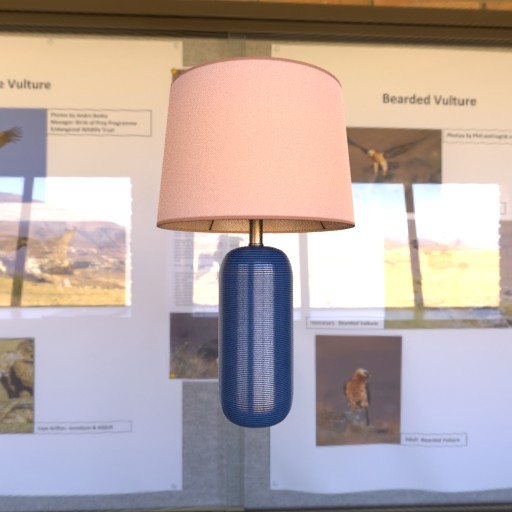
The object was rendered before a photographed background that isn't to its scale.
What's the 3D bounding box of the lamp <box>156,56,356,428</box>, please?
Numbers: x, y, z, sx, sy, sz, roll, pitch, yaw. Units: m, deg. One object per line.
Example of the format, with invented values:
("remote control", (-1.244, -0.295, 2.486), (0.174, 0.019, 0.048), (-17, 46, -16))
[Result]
("lamp", (0.000, 0.000, 0.836), (0.367, 0.609, 0.367), (0, -1, 0))
